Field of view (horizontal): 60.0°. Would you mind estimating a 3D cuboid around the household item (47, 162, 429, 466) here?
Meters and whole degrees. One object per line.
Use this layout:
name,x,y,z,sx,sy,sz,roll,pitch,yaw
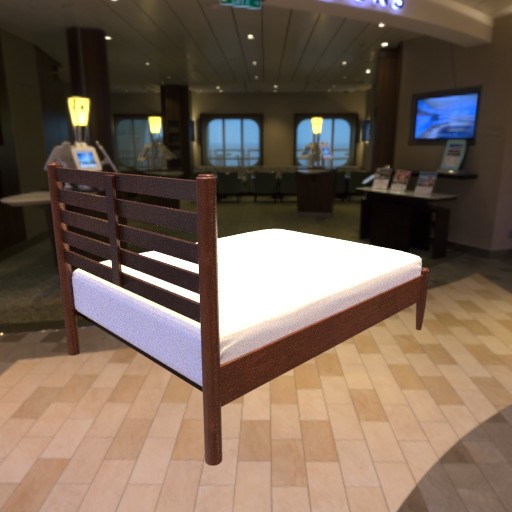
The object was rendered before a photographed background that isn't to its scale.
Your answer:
household item,0.000,0.000,3.245,2.232,1.356,1.663,-14,20,-43
